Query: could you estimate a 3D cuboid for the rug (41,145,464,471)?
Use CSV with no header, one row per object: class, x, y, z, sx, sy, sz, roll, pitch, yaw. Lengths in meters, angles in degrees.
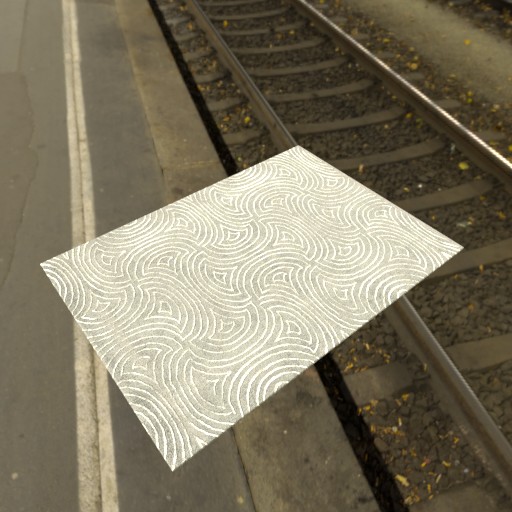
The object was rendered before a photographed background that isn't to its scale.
rug,0.000,0.000,2.760,2.144,0.015,1.543,-30,53,-26
